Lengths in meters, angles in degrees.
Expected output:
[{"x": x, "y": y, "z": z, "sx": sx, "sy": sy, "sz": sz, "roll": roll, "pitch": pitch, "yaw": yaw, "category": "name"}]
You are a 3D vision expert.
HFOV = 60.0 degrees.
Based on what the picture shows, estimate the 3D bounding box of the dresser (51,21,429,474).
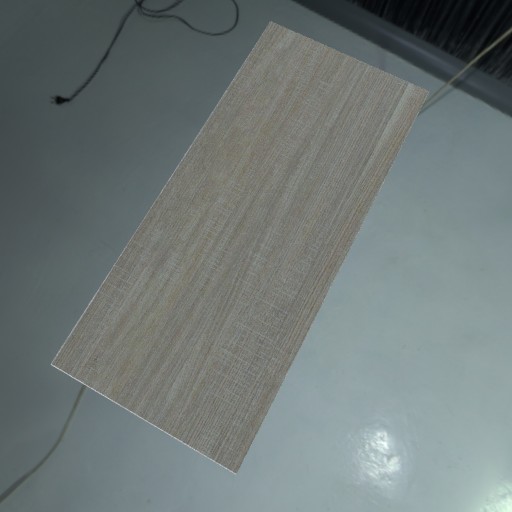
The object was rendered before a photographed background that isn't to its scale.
[{"x": 0.000, "y": 0.000, "z": 1.516, "sx": 0.500, "sy": 0.780, "sz": 1.110, "roll": 27, "pitch": 77, "yaw": 7, "category": "dresser"}]
